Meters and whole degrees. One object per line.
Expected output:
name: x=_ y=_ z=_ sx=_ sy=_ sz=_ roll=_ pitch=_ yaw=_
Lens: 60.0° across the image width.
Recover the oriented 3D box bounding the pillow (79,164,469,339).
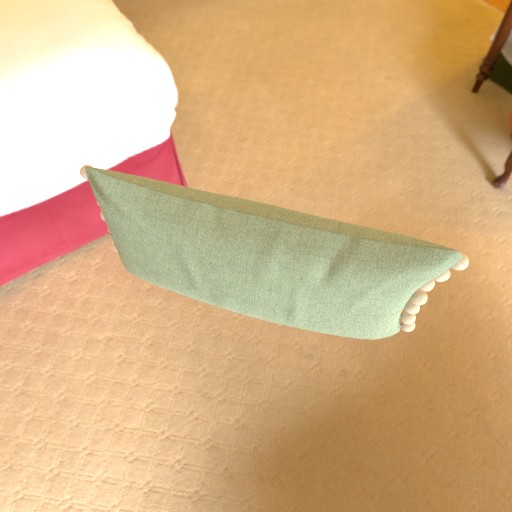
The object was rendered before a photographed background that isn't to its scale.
pillow: x=0.000 y=0.000 z=0.866 sx=0.709 sy=0.322 sz=0.201 roll=15 pitch=59 yaw=9
